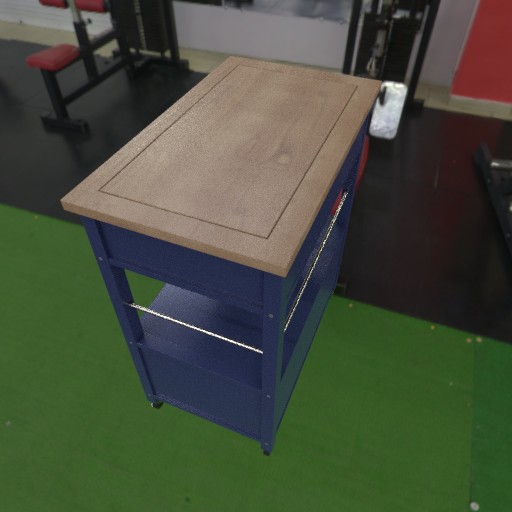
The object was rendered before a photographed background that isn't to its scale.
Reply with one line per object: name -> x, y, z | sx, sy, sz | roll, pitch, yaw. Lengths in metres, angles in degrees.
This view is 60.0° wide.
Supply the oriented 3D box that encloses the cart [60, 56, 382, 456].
cart -> 0.000, 0.000, 1.371 | 0.459, 0.901, 0.840 | 17, 47, 16
